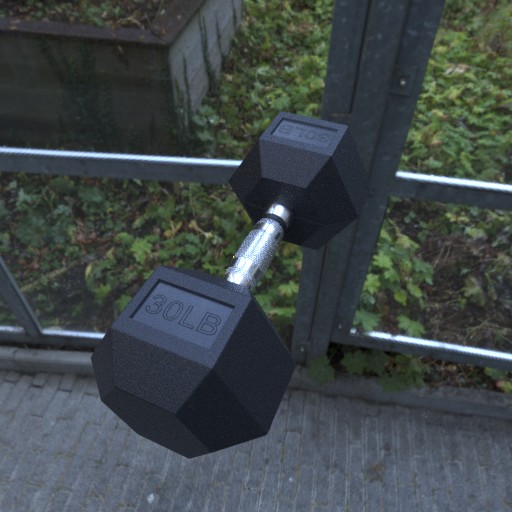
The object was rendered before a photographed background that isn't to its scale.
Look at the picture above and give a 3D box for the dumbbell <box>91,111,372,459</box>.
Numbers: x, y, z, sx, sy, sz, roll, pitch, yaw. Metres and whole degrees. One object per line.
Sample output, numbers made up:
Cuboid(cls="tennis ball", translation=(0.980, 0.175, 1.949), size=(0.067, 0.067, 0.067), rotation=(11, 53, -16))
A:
Cuboid(cls="dumbbell", translation=(0.000, 0.000, 0.399), size=(0.142, 0.123, 0.337), rotation=(18, 49, 16))
